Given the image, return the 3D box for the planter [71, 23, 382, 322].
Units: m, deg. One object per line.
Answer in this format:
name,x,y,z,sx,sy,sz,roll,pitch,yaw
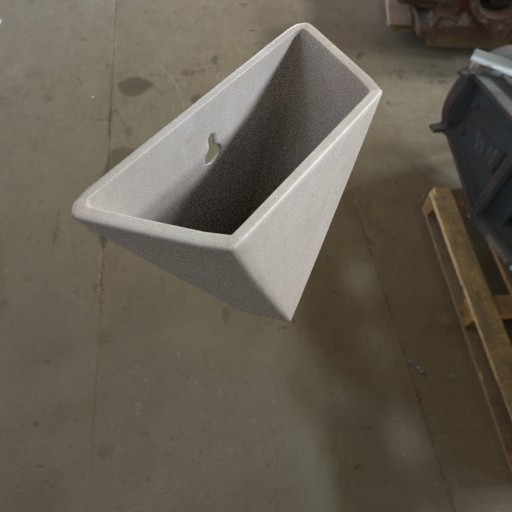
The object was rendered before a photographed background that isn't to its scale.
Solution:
planter,0.000,0.000,0.263,0.060,0.197,0.150,33,64,19
